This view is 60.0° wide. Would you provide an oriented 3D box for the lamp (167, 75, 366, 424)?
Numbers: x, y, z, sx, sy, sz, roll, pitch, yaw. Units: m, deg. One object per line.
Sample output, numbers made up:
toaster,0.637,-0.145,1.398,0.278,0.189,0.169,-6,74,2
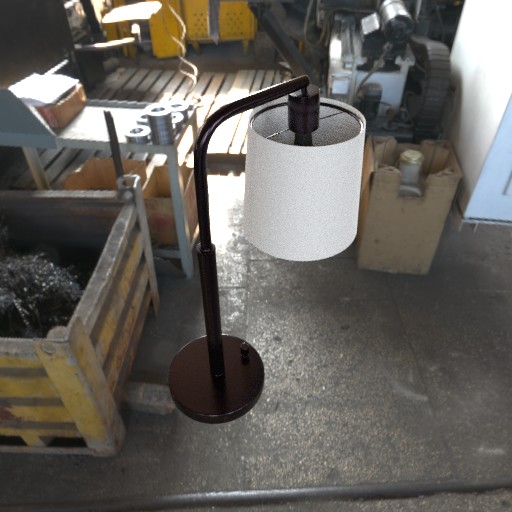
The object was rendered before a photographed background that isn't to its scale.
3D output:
lamp,0.000,0.000,0.649,0.333,0.489,0.171,-25,47,-26
